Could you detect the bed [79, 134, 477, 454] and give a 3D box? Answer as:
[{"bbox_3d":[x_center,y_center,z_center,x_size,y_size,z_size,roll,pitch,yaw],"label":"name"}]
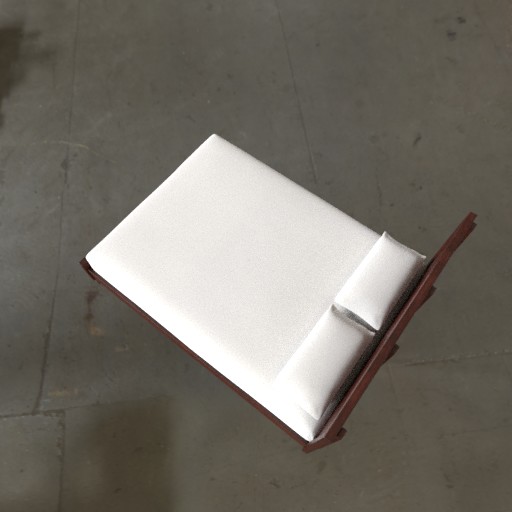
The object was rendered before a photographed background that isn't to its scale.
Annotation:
[{"bbox_3d":[0.000,0.000,4.081,2.803,1.492,2.040,35,69,16],"label":"bed"}]
